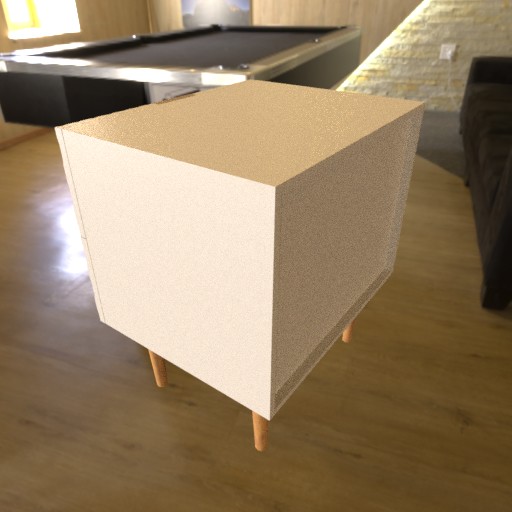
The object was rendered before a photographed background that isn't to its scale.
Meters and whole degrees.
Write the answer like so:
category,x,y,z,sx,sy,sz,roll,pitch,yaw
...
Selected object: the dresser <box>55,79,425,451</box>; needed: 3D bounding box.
category,x,y,z,sx,sy,sz,roll,pitch,yaw
dresser,0.000,0.000,0.899,0.414,0.568,0.503,21,37,30
